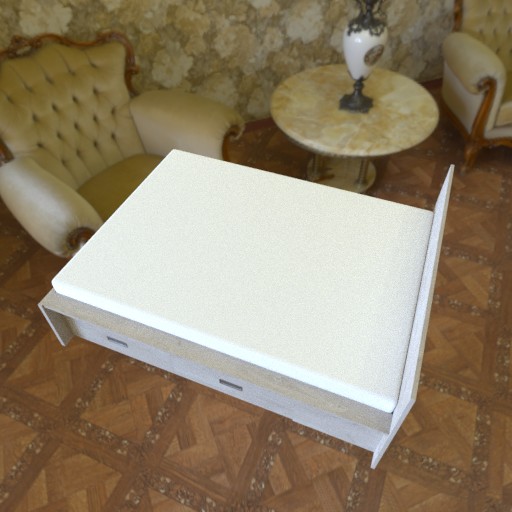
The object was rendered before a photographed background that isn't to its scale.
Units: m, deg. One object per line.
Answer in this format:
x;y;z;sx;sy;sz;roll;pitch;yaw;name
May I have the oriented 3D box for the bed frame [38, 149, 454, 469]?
0.000;0.000;2.737;1.960;0.800;1.622;16;49;15;bed frame
